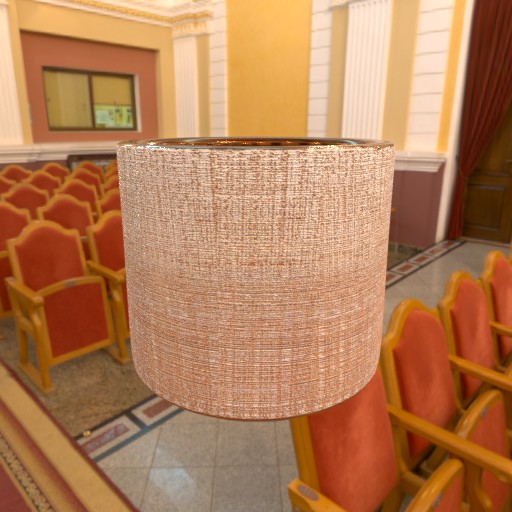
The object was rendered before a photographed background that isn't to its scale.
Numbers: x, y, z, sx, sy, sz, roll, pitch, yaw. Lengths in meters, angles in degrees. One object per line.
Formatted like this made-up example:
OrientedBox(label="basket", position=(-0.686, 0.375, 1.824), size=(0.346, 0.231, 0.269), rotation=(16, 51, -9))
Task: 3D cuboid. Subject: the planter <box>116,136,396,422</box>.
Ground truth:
OrientedBox(label="planter", position=(0.000, 0.000, 0.310), size=(0.177, 0.157, 0.177), rotation=(0, 17, 0))
